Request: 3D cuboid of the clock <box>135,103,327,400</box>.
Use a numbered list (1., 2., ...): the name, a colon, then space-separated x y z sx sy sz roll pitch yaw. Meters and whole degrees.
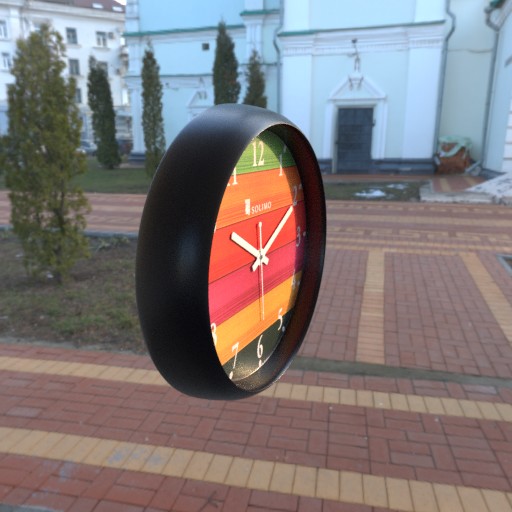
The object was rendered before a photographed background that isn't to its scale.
1. clock: 0.000 0.000 0.458 0.060 0.300 0.300 8 16 27
